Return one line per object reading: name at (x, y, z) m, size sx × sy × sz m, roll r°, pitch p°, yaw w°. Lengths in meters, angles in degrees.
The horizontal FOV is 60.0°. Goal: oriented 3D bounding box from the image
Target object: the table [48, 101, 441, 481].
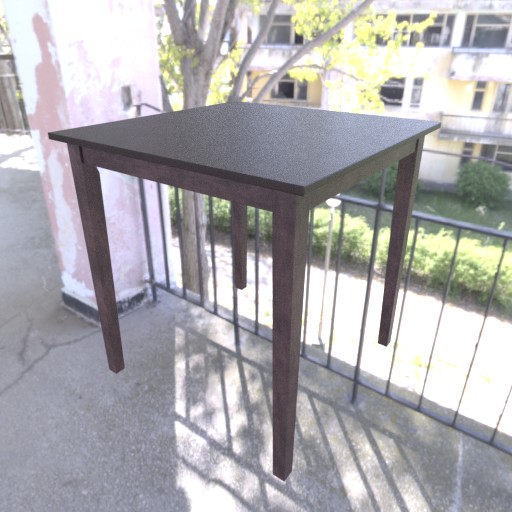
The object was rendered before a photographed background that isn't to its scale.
table at (0.000, 0.000, 1.354) m, size 0.749 × 0.770 × 0.749 m, roll 18°, pitch 32°, yaw 32°
